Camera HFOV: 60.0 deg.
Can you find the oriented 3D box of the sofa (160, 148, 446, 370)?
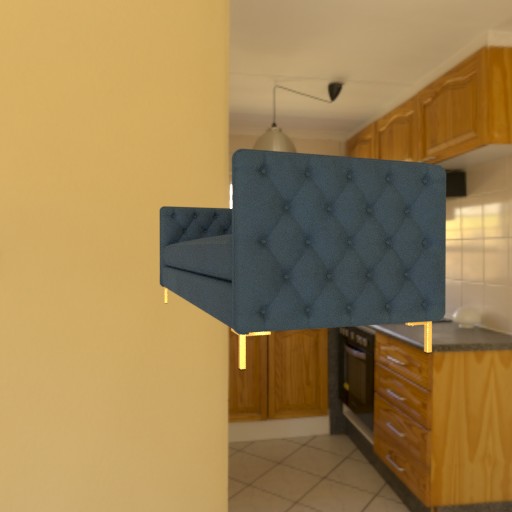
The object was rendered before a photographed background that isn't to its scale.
[{"bbox_3d":[0.000,0.000,2.646,0.895,0.771,2.209,0,1,-19],"label":"sofa"}]
